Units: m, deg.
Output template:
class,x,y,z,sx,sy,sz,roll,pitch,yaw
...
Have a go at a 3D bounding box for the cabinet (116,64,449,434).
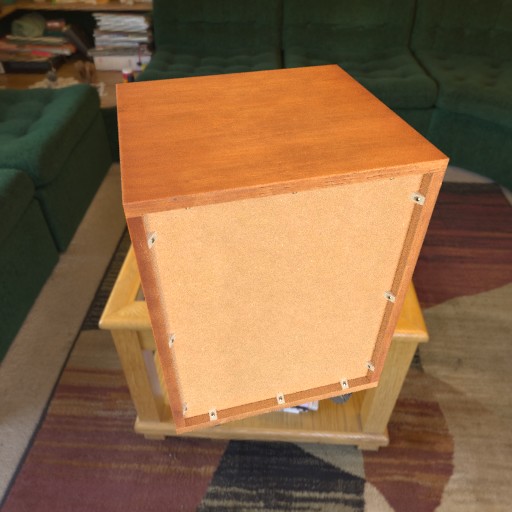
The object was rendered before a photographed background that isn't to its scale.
class,x,y,z,sx,sy,sz,roll,pitch,yaw
cabinet,0.000,0.000,0.865,0.409,0.579,0.401,-10,42,-11
